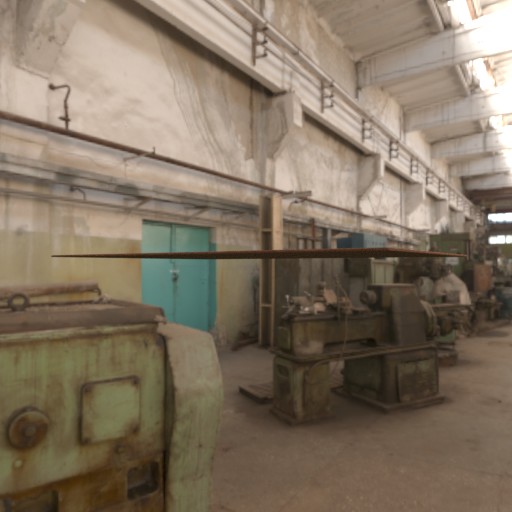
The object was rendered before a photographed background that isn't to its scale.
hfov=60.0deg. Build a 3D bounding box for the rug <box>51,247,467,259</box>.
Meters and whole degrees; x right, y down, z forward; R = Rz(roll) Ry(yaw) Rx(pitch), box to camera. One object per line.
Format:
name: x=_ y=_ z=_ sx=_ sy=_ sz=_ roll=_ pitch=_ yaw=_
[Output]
rug: x=0.000 y=0.000 z=2.333 sx=1.829 sy=0.010 sz=1.219 roll=-1 pitch=-1 yaw=35
